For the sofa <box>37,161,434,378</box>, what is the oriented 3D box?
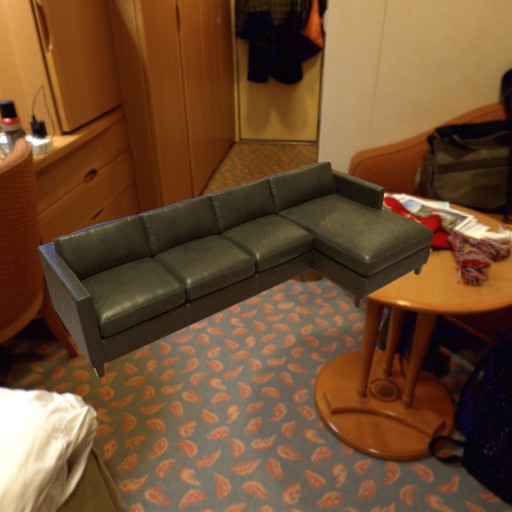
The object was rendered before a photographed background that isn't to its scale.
[{"bbox_3d":[0.000,0.000,3.982,3.203,0.883,1.581,-22,37,-32],"label":"sofa"}]
